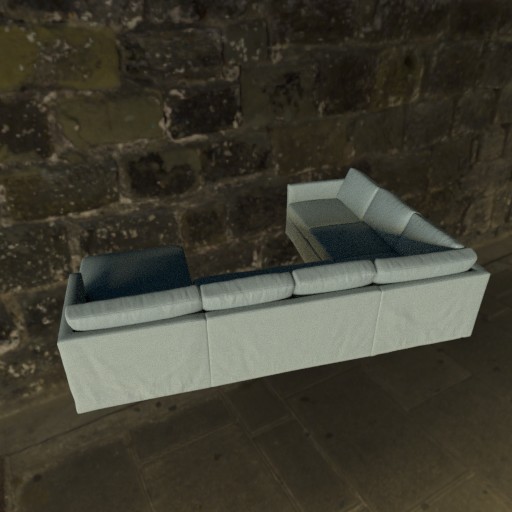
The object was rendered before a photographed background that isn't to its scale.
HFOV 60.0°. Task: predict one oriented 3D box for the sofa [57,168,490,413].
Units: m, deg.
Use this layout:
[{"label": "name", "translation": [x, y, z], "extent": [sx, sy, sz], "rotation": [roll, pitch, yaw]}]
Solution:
[{"label": "sofa", "translation": [0.000, 0.000, 4.472], "extent": [3.460, 0.882, 2.427], "rotation": [-8, 31, -13]}]
